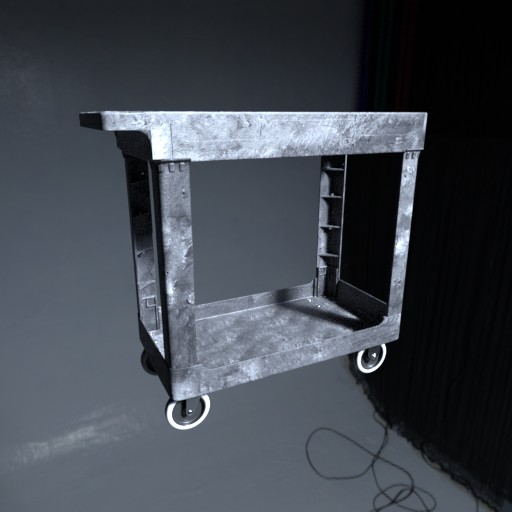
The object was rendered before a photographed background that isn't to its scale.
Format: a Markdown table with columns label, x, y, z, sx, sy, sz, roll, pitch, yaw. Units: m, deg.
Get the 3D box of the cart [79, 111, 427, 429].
| label | x | y | z | sx | sy | sz | roll | pitch | yaw |
| --- | --- | --- | --- | --- | --- | --- | --- | --- | --- |
| cart | 0.000 | 0.000 | 1.337 | 0.877 | 0.824 | 0.420 | -9 | 19 | -25 |
